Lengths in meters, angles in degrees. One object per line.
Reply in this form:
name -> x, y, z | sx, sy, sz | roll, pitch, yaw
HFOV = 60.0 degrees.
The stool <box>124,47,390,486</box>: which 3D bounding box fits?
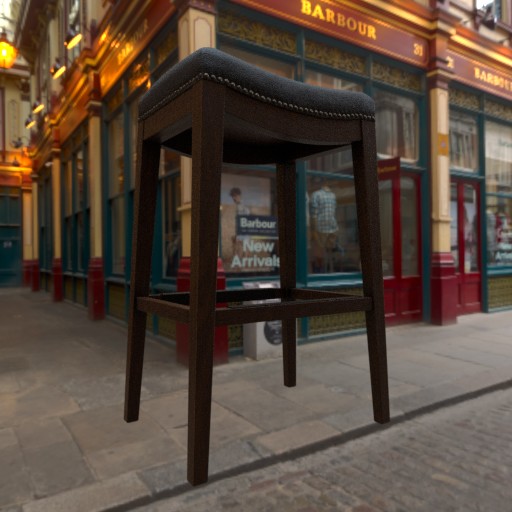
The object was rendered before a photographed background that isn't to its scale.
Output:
stool -> 0.000, 0.000, 1.022 | 0.500, 0.765, 0.361 | 0, 0, -35
